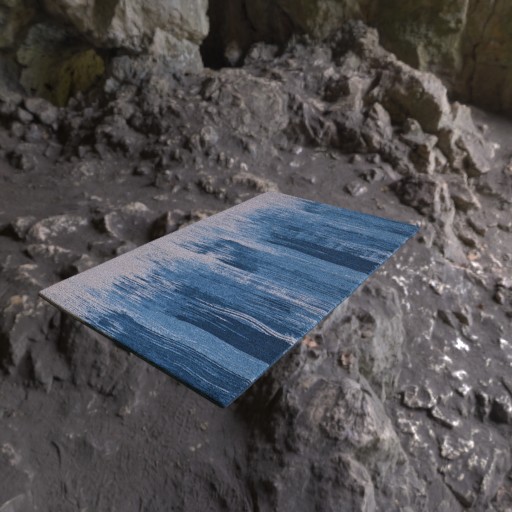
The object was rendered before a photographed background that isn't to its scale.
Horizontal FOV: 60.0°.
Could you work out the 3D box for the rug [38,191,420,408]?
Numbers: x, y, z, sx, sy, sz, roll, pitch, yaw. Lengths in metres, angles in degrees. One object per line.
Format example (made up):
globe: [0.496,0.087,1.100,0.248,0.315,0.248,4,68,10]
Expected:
rug: [0.000,0.000,3.155,1.540,0.027,2.450,19,32,33]
